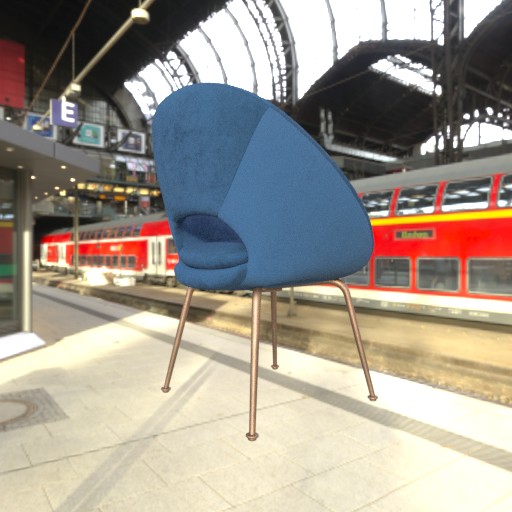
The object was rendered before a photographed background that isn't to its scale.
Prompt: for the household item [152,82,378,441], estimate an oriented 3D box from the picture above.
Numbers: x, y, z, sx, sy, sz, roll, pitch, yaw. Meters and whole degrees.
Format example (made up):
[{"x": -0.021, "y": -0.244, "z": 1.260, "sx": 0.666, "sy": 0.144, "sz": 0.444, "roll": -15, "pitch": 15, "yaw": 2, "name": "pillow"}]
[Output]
[{"x": 0.000, "y": 0.000, "z": 1.309, "sx": 0.573, "sy": 0.852, "sz": 0.623, "roll": 0, "pitch": 1, "yaw": -38, "name": "household item"}]
